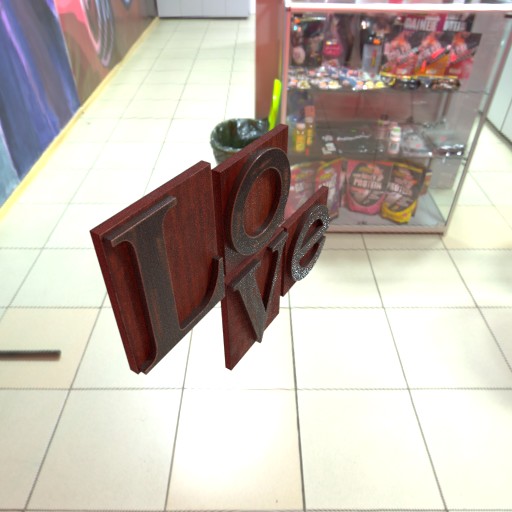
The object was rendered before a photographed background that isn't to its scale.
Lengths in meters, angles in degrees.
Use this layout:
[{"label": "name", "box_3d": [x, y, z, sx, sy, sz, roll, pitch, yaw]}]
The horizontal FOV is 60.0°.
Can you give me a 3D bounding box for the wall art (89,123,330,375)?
[{"label": "wall art", "box_3d": [0.000, 0.000, 0.849, 0.030, 0.497, 0.635, 22, 44, 25]}]
